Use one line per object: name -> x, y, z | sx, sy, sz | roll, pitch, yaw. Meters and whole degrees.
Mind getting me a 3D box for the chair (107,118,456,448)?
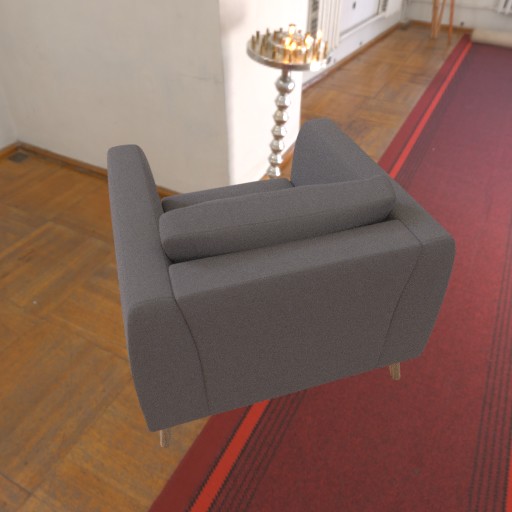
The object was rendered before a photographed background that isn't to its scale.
chair -> 0.000, 0.000, 1.684 | 1.000, 0.860, 0.930 | -12, 42, -13
